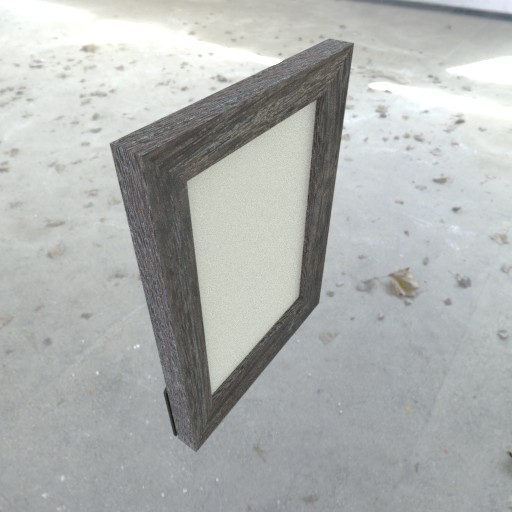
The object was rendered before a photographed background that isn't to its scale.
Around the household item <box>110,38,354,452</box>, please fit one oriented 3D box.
[{"bbox_3d":[0.000,0.000,0.270,0.020,0.210,0.160,25,47,26],"label":"household item"}]
